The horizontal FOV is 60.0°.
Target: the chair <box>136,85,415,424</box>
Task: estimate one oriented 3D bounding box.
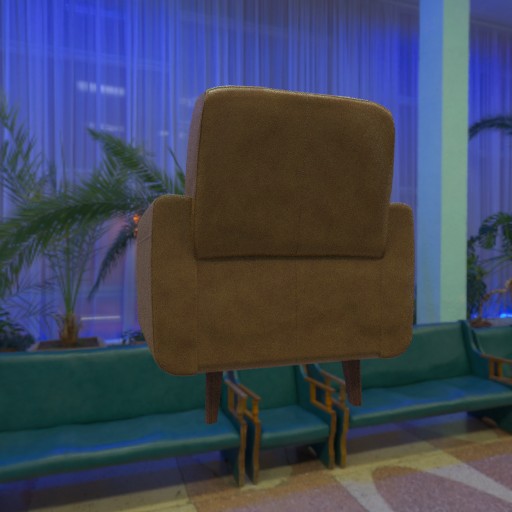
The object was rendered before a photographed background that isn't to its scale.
[{"bbox_3d":[0.000,0.000,1.686,0.845,0.968,0.942,0,1,-18],"label":"chair"}]
